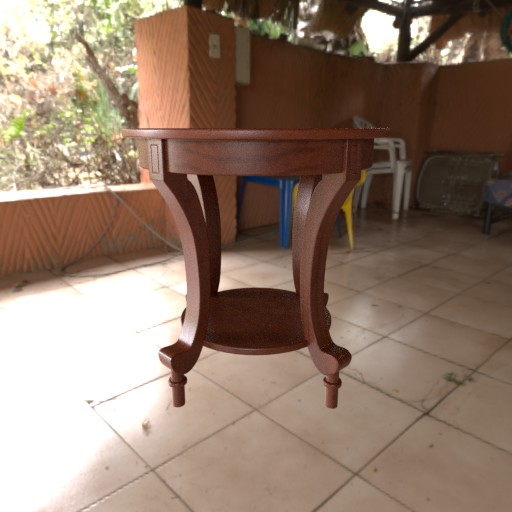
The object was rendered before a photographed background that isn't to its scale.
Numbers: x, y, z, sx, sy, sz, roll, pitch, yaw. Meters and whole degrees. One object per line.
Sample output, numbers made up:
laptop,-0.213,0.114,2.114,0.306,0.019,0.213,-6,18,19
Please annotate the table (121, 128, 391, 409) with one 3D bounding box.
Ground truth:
table,0.000,0.000,1.106,0.597,0.612,0.597,0,16,0
